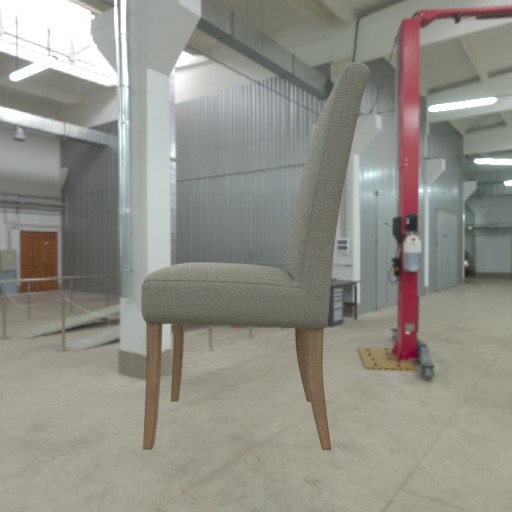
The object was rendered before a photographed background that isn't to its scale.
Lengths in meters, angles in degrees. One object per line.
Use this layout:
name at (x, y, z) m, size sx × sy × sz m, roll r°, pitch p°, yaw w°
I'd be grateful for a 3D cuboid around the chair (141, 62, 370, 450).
chair at (0.000, 0.000, 1.382) m, size 0.611 × 1.033 × 0.450 m, roll 0°, pitch 1°, yaw 0°
